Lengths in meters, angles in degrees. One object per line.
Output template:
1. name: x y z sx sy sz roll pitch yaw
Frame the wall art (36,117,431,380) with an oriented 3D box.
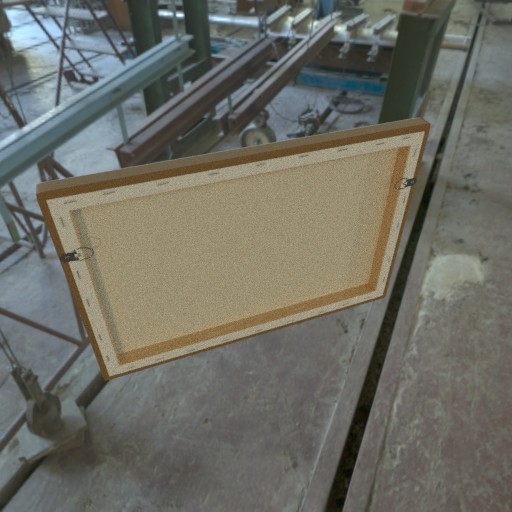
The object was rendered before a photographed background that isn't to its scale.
1. wall art: 0.000 0.000 0.489 0.380 0.254 0.019 -14 42 -16
